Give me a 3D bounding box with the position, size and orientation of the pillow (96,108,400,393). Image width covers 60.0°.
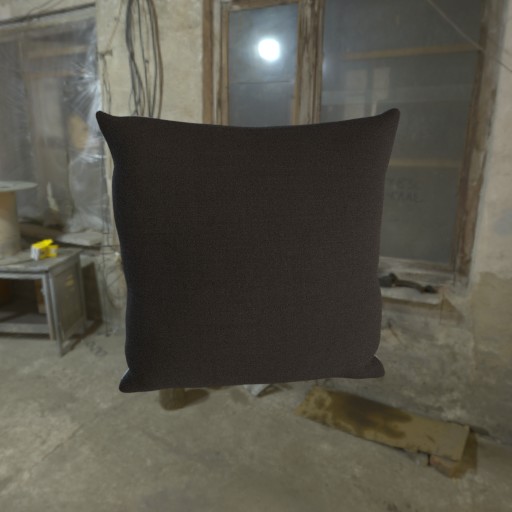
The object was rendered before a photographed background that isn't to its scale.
[{"bbox_3d":[0.000,0.000,0.777,0.503,0.496,0.208,-2,14,-6],"label":"pillow"}]
